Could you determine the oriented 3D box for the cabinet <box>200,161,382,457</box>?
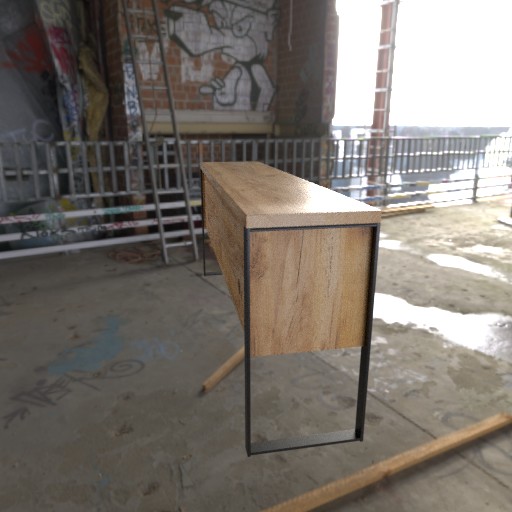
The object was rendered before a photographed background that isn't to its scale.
[{"bbox_3d":[0.000,0.000,2.154,0.395,0.762,1.800,-3,17,-10],"label":"cabinet"}]
